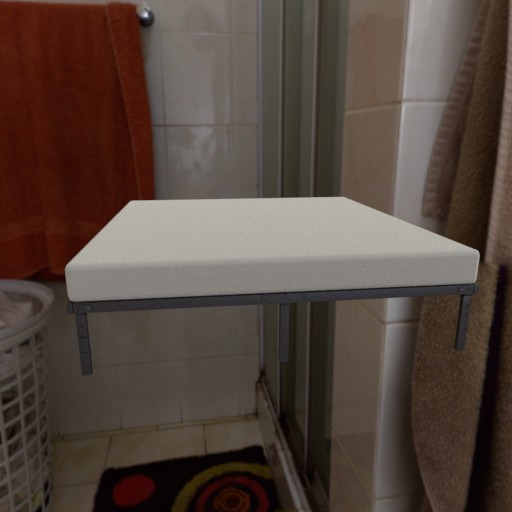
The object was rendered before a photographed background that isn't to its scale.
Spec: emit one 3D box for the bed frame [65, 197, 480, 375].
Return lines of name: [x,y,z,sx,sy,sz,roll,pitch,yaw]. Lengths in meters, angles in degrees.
bed frame: [0.000,0.000,3.937,2.526,0.680,2.635,-2,15,-7]
